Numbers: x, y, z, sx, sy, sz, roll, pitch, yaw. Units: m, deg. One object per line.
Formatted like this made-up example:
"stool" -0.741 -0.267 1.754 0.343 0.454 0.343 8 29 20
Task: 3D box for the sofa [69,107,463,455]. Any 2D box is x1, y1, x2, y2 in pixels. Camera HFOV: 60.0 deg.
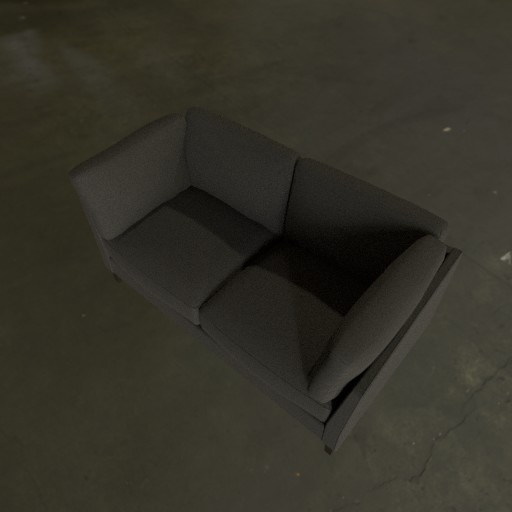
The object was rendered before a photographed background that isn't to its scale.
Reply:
"sofa" 0.000 0.000 2.338 1.751 0.920 0.969 32 54 27
